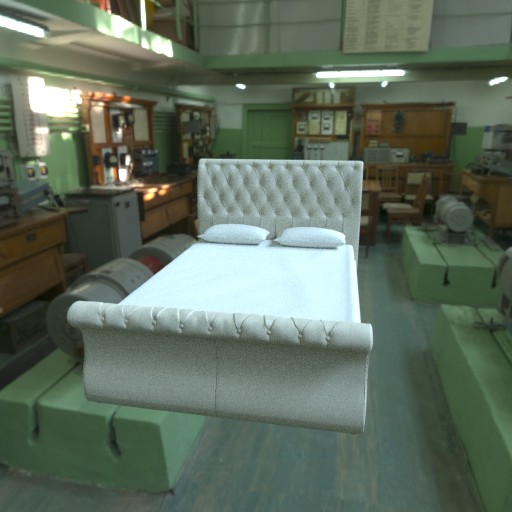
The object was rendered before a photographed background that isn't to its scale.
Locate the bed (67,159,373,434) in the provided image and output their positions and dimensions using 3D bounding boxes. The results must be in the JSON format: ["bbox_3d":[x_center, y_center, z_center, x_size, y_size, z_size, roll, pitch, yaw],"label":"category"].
[{"bbox_3d":[0.000,0.000,3.379,1.606,1.268,2.493,3,17,10],"label":"bed"}]
